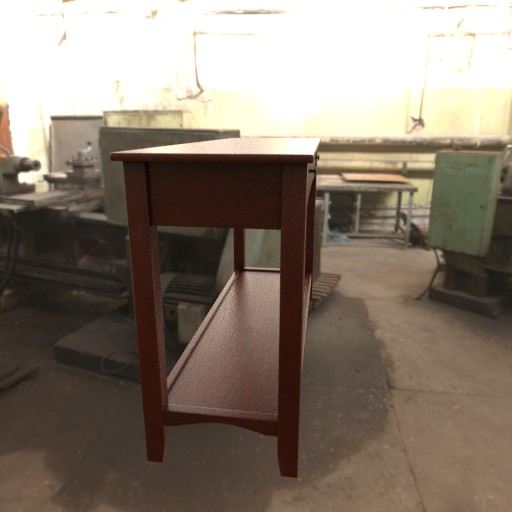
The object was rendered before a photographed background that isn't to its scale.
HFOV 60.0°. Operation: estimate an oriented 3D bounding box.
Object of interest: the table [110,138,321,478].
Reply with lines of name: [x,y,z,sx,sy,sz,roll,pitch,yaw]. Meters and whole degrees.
table: [0.000,0.000,1.491,0.392,0.739,1.188,2,16,8]
